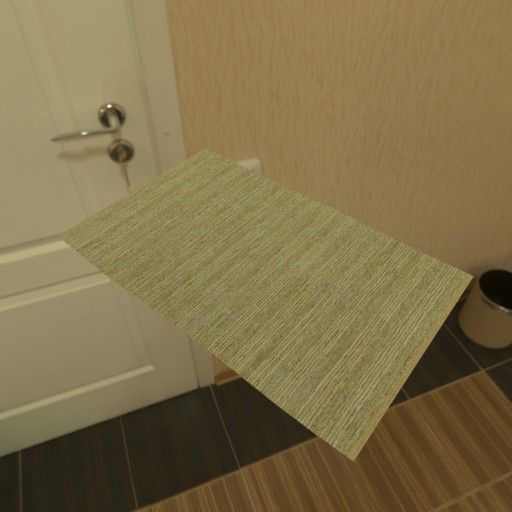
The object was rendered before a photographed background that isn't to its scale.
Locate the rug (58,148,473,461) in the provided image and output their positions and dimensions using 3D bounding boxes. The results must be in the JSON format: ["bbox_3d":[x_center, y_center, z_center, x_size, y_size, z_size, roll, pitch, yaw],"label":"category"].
[{"bbox_3d":[0.000,0.000,3.052,2.448,0.012,1.540,30,53,27],"label":"rug"}]
